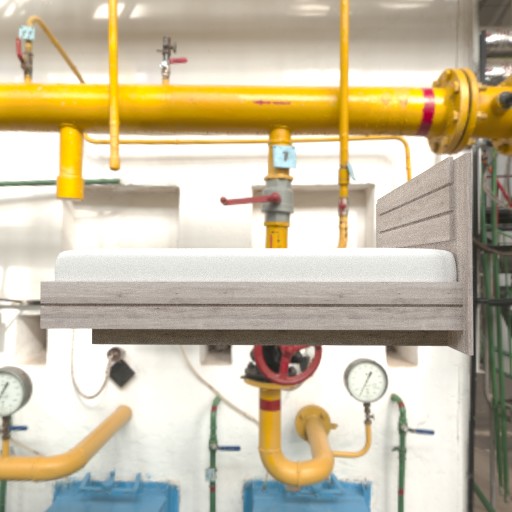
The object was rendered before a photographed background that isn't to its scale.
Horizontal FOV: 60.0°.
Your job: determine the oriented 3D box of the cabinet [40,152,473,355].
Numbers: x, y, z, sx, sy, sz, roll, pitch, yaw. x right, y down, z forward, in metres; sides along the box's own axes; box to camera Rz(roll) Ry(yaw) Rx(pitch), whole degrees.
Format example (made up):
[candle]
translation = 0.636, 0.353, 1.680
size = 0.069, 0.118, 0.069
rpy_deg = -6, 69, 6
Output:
[cabinet]
translation = 0.000, 0.000, 2.985
size = 2.080, 0.970, 1.750
rpy_deg = 0, -1, 2
